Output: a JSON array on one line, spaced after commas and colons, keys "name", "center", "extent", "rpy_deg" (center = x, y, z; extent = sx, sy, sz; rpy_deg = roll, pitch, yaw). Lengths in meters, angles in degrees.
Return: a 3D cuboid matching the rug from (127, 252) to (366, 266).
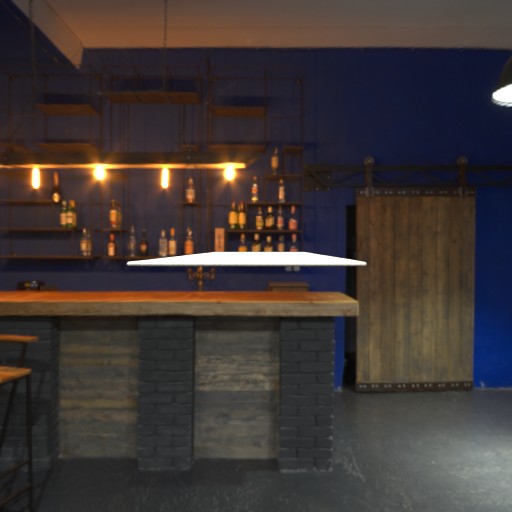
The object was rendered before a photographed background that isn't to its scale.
[{"name": "rug", "center": [0.000, 0.000, 2.658], "extent": [0.793, 0.014, 2.450], "rpy_deg": [0, 1, 1]}]
